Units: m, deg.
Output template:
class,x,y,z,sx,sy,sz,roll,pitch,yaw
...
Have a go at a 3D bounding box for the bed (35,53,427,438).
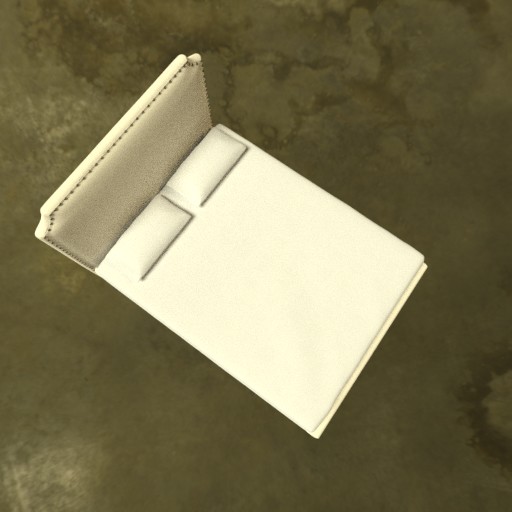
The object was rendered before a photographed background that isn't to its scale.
class,x,y,z,sx,sy,sz,roll,pitch,yaw
bed,0.000,0.000,3.447,2.372,1.497,1.712,35,78,9
